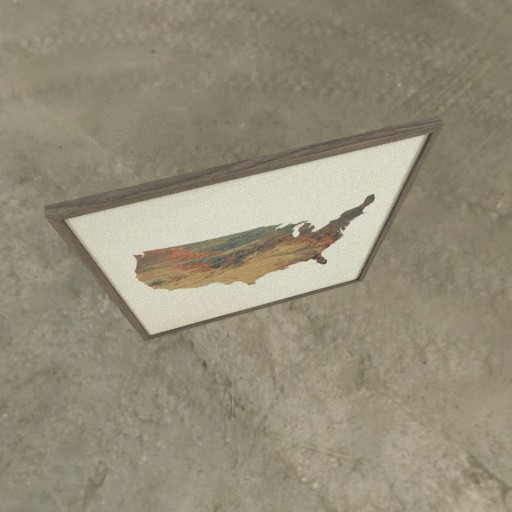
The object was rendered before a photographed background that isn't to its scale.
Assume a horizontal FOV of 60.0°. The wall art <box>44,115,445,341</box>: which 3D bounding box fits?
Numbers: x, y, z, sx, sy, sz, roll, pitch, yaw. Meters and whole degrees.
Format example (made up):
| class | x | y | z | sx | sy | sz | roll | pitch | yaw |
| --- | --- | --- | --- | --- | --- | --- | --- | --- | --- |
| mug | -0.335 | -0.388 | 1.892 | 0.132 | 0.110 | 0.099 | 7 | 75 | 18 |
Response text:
| class | x | y | z | sx | sy | sz | roll | pitch | yaw |
| --- | --- | --- | --- | --- | --- | --- | --- | --- | --- |
| wall art | 0.000 | 0.000 | 0.770 | 0.508 | 0.507 | 0.016 | -15 | 64 | -7 |
